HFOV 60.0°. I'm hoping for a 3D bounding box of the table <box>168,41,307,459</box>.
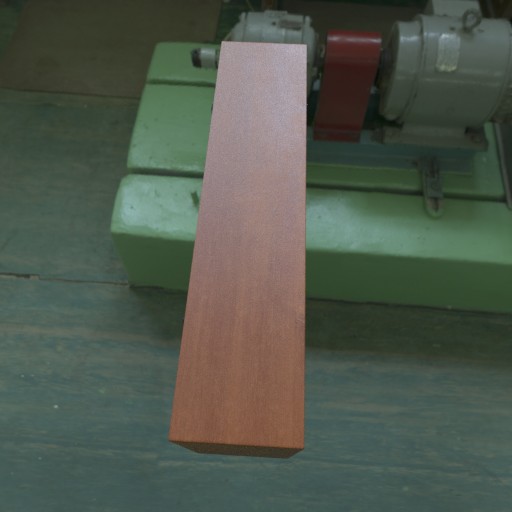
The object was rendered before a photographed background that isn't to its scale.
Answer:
[{"bbox_3d":[0.000,0.000,1.494,0.308,0.698,1.220,3,63,1],"label":"table"}]
